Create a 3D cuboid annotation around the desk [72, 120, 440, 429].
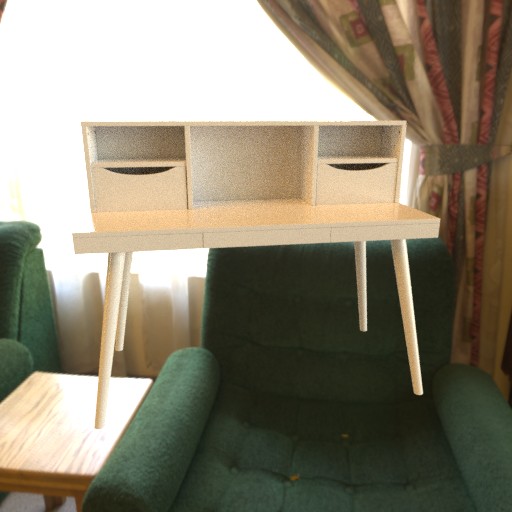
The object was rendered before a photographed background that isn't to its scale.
[{"bbox_3d":[0.000,0.000,1.699,1.199,0.990,0.559,-3,18,-9],"label":"desk"}]
